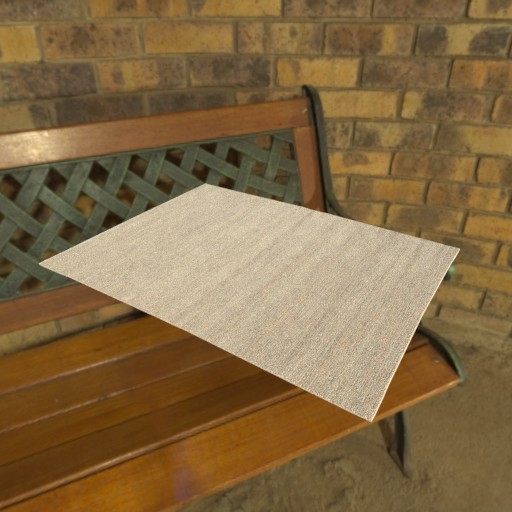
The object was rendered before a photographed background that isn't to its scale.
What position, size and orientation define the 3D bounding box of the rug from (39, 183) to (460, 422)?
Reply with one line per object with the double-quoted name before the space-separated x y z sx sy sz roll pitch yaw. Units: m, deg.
"rug" 0.000 0.000 4.754 3.626 0.051 2.757 18 35 28
